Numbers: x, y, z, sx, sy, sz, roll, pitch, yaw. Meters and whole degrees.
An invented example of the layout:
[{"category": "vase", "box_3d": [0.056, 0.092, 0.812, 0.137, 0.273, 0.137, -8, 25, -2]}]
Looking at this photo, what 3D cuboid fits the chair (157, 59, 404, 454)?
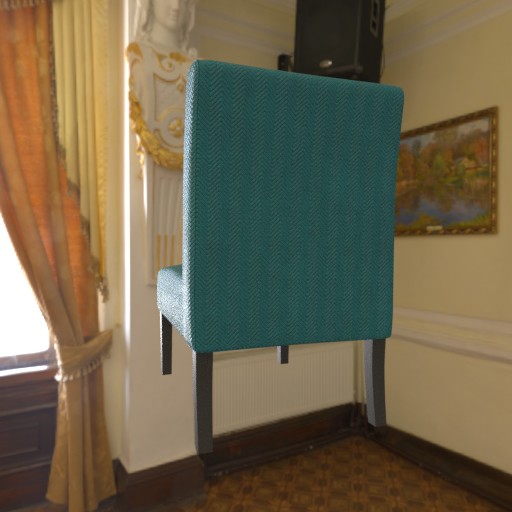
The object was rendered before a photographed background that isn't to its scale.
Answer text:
[{"category": "chair", "box_3d": [0.000, 0.000, 1.457, 0.579, 0.927, 0.808, 0, 1, -19]}]
